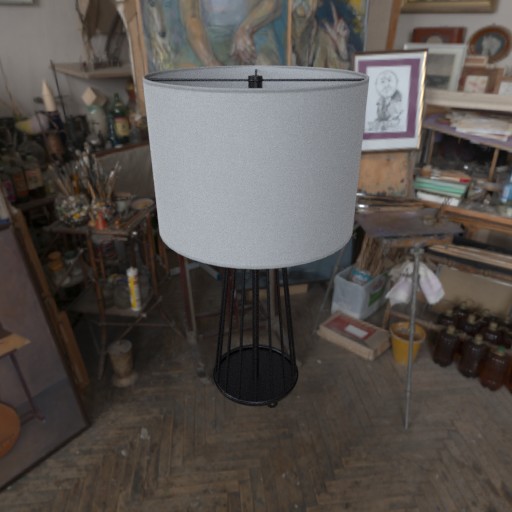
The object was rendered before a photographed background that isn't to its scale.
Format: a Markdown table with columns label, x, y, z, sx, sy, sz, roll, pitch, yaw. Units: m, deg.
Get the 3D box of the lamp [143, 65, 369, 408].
| label | x | y | z | sx | sy | sz | roll | pitch | yaw |
| --- | --- | --- | --- | --- | --- | --- | --- | --- | --- |
| lamp | 0.000 | 0.000 | 0.779 | 0.322 | 0.593 | 0.322 | 0 | 28 | 0 |
